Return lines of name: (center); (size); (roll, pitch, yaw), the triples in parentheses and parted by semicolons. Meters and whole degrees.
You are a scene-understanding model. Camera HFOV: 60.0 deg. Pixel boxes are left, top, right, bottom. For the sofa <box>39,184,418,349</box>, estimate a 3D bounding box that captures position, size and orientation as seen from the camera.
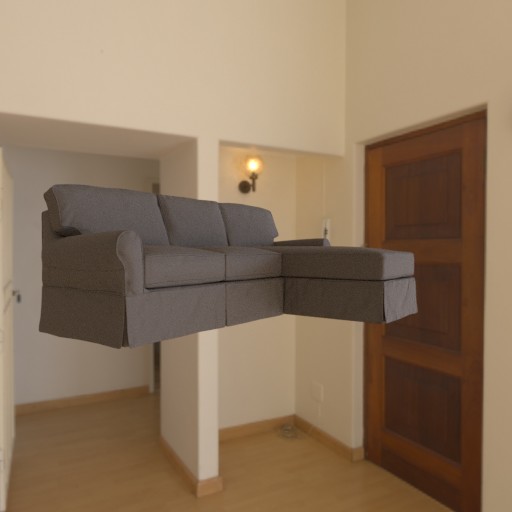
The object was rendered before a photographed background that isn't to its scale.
sofa: (0.000, 0.000, 3.318); (1.733, 0.978, 2.475); (1, 1, 36)
